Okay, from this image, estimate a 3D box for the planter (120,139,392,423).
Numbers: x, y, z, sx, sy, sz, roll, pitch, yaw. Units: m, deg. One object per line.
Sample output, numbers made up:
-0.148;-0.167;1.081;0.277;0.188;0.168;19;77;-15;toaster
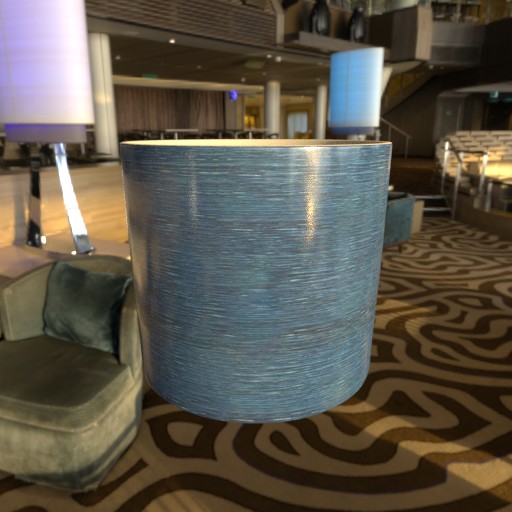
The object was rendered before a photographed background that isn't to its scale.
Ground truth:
0.000;0.000;0.402;0.221;0.201;0.221;0;16;0;planter
